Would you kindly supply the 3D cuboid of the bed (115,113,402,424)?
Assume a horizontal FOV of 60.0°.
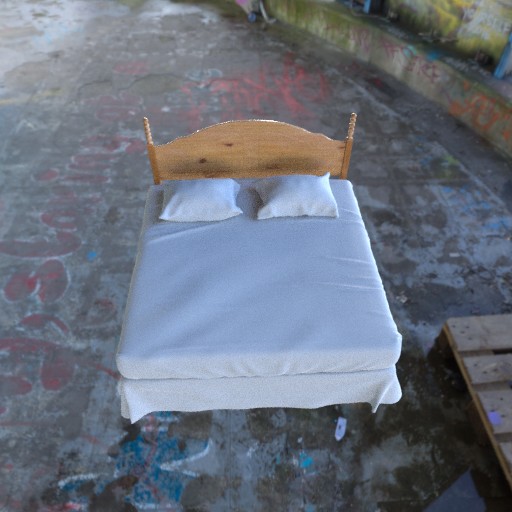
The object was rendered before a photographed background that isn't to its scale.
[{"bbox_3d":[0.000,0.000,3.701,2.322,1.355,2.219,-2,47,-2],"label":"bed"}]
